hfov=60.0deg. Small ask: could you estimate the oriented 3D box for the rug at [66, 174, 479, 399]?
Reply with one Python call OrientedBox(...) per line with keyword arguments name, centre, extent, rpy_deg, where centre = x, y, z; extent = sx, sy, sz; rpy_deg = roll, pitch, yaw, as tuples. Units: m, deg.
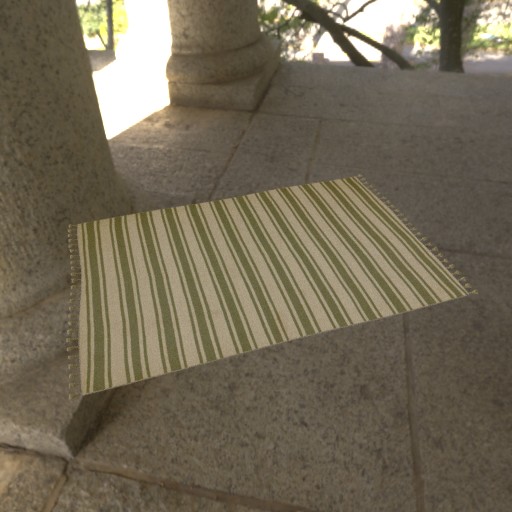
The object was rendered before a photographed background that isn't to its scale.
OrientedBox(name="rug", centre=(0.000, 0.000, 2.308), extent=(1.875, 0.013, 1.162), rpy_deg=(-12, 42, -13))
